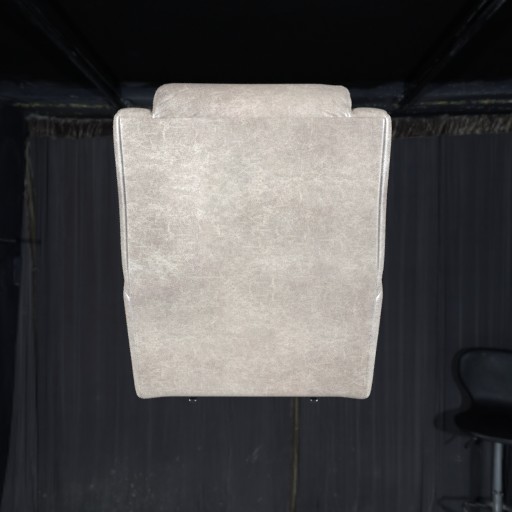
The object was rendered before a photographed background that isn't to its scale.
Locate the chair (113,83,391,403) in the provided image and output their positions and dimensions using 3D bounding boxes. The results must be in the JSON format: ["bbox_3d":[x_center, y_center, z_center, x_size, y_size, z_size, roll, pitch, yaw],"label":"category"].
[{"bbox_3d":[0.000,0.000,1.879,0.967,1.116,1.068,0,-1,0],"label":"chair"}]
